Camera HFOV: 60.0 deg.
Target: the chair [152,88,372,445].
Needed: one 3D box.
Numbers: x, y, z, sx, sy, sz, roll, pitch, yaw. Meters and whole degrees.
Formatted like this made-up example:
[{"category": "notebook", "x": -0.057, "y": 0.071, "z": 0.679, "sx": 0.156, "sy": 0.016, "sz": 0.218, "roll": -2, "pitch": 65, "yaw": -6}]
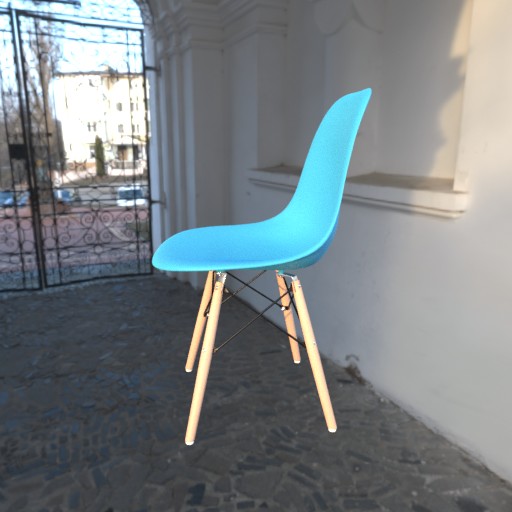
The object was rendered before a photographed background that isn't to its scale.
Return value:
[{"category": "chair", "x": 0.000, "y": 0.000, "z": 1.165, "sx": 0.531, "sy": 0.826, "sz": 0.470, "roll": -2, "pitch": 14, "yaw": -8}]
